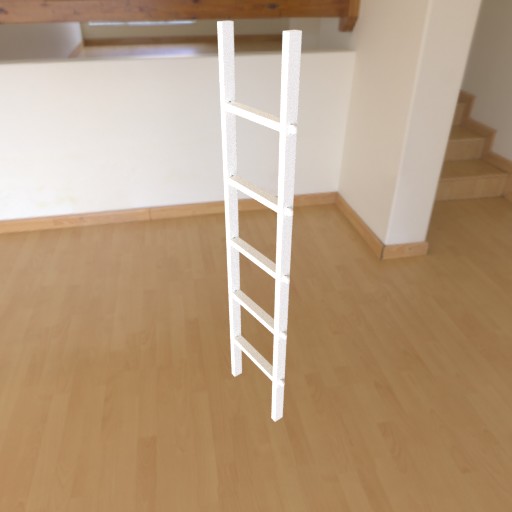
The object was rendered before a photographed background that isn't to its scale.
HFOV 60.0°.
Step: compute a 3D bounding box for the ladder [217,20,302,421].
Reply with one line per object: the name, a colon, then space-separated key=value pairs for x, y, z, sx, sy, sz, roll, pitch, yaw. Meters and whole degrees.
ladder: x=0.000 y=0.000 z=1.940 sx=0.051 sy=1.797 sz=0.452 roll=-21 pitch=38 yaw=-30
